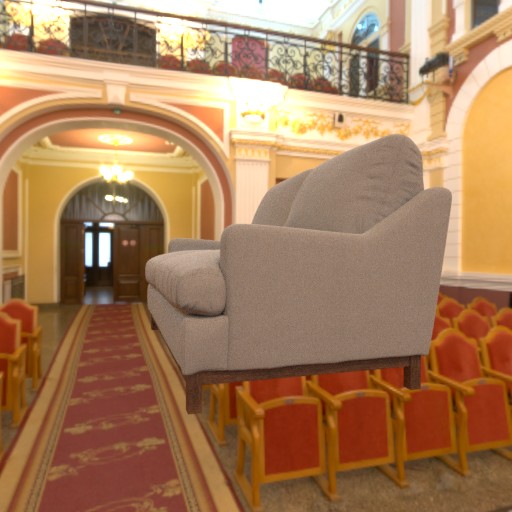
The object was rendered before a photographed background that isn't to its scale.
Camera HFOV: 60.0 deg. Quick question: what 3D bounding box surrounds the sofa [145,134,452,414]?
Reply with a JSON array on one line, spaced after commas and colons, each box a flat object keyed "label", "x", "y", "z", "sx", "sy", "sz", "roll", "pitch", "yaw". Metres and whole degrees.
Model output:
[{"label": "sofa", "x": 0.000, "y": 0.000, "z": 2.162, "sx": 0.987, "sy": 0.921, "sz": 1.589, "roll": 0, "pitch": 1, "yaw": -17}]
